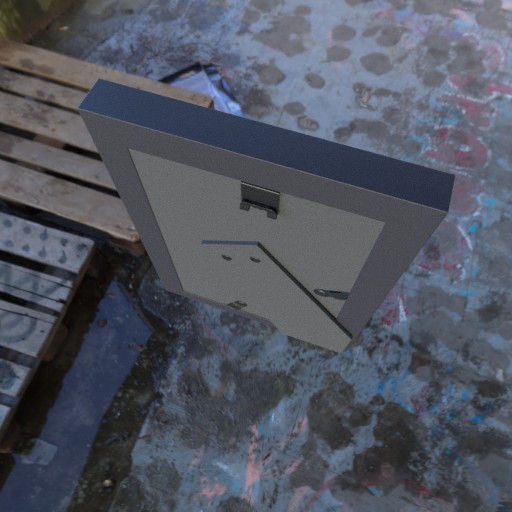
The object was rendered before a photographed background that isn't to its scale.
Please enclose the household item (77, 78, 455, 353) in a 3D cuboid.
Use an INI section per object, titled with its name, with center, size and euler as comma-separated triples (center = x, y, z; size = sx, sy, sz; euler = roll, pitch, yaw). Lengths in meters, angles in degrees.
[household item]
center = 0.000, 0.000, 0.232
size = 0.133, 0.178, 0.022
euler = 18, 65, 8
